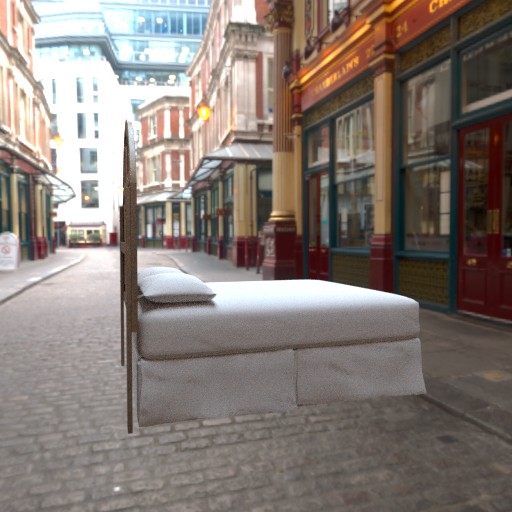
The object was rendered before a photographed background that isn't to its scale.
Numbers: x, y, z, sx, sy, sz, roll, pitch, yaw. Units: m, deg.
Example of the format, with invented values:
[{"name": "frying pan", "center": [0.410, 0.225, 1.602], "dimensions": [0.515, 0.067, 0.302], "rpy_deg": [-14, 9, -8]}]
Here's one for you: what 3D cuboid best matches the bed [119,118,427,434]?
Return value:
[{"name": "bed", "center": [0.000, 0.000, 3.648], "dimensions": [2.112, 2.002, 1.713], "rpy_deg": [-1, 2, -18]}]
